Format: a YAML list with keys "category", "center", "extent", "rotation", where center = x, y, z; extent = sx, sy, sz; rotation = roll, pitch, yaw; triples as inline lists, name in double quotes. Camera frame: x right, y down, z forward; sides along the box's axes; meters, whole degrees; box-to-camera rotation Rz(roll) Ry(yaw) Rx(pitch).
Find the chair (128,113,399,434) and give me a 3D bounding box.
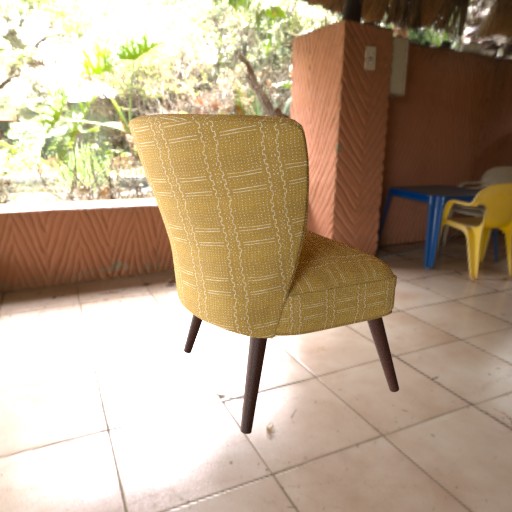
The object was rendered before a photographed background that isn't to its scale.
- category: "chair"
  center: [0.000, 0.000, 1.461]
  extent: [0.758, 0.866, 0.706]
  rotation: [-7, 16, -25]
